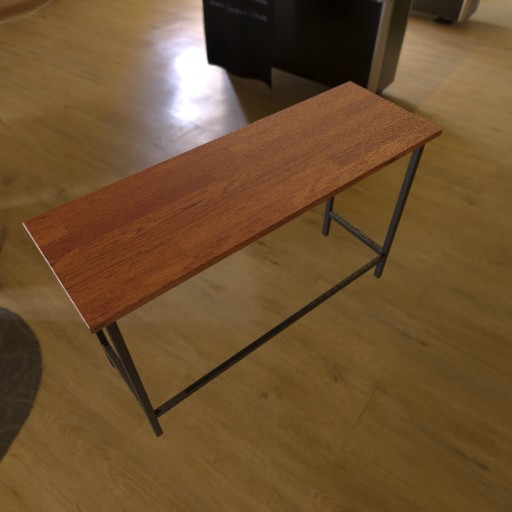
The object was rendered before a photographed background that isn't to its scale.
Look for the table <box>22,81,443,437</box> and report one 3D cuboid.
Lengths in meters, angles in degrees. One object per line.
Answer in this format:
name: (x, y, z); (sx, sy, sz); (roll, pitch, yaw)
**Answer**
table: (0.000, 0.000, 1.550); (1.204, 0.740, 0.408); (-31, 55, -24)
